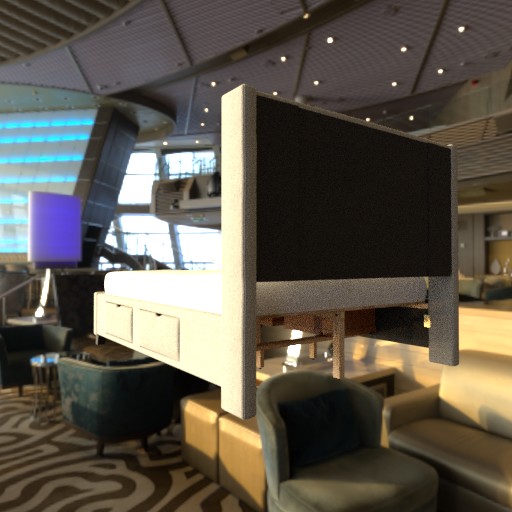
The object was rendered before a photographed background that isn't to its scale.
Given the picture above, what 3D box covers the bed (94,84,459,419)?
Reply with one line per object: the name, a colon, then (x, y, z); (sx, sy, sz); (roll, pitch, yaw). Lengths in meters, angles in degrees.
bed: (0.000, 0.000, 3.354); (1.774, 1.491, 2.222); (1, -1, -36)
